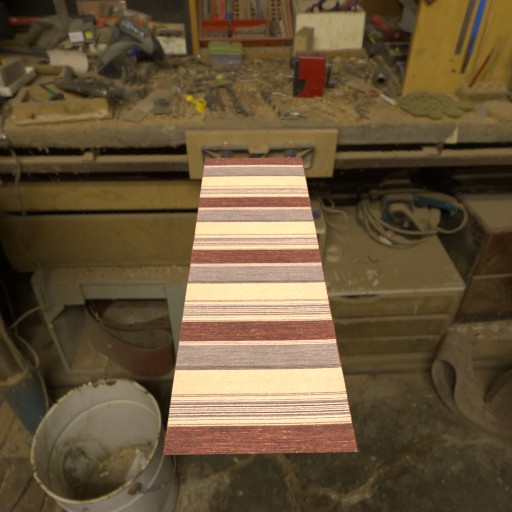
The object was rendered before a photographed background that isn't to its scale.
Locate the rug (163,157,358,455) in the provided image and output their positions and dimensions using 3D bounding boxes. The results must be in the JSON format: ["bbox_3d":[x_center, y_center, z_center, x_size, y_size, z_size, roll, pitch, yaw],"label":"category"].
[{"bbox_3d":[0.000,0.000,2.718,0.792,0.006,2.437,-1,41,-1],"label":"rug"}]
